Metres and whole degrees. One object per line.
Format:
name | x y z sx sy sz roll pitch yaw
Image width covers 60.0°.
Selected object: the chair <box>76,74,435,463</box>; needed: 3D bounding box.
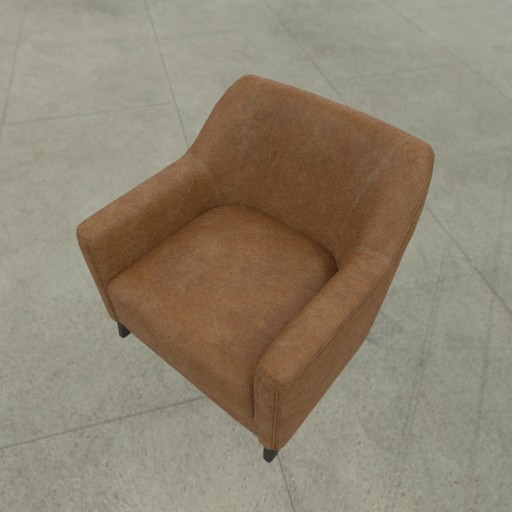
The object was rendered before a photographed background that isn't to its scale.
chair | 0.000 0.000 1.831 1.037 0.980 1.034 31 55 25
